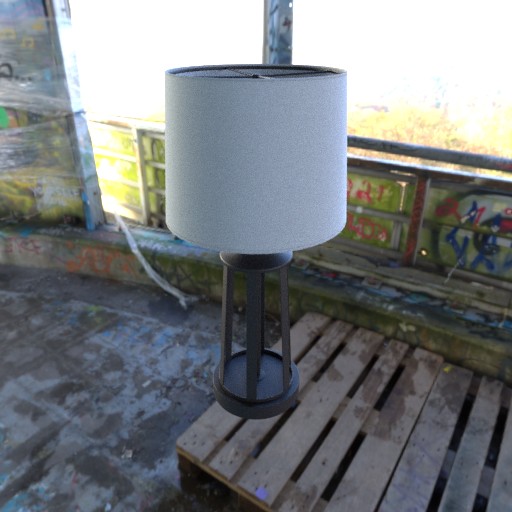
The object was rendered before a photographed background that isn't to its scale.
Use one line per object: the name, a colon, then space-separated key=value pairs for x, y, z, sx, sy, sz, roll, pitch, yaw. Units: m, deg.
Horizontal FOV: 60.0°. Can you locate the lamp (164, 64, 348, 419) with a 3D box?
lamp: x=0.000 y=0.000 z=0.656 sx=0.251 sy=0.509 sz=0.251 roll=0 pitch=27 yaw=0
